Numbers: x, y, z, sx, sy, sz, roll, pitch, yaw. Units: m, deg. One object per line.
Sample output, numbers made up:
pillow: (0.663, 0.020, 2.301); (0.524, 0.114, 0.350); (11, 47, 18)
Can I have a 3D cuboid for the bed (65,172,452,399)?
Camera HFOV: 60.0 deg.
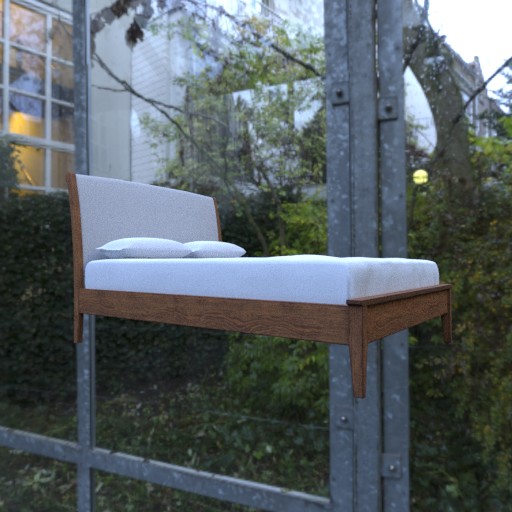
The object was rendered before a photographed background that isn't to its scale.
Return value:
bed: (0.000, 0.000, 2.934); (2.108, 1.135, 1.502); (0, -1, 36)
